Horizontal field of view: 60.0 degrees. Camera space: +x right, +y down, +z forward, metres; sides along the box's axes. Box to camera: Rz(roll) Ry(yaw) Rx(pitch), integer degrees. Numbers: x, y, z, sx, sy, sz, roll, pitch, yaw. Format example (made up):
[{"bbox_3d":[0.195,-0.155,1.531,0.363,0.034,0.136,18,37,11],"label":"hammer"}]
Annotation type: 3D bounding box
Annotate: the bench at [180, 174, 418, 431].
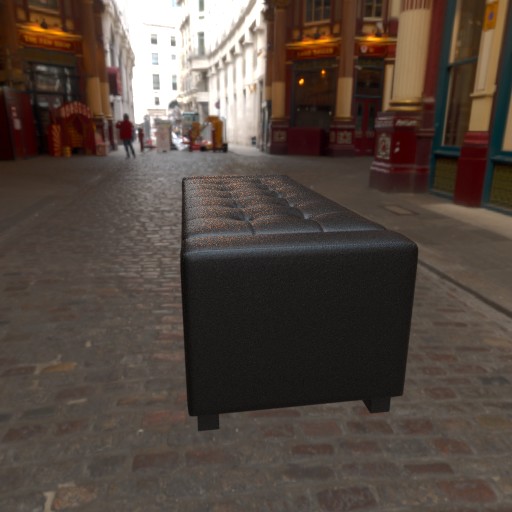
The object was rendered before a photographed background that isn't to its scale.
[{"bbox_3d":[0.000,0.000,1.564,0.508,0.445,1.296,-3,17,-9],"label":"bench"}]
